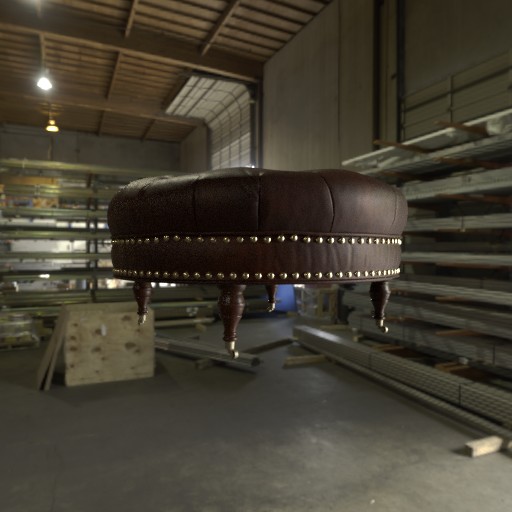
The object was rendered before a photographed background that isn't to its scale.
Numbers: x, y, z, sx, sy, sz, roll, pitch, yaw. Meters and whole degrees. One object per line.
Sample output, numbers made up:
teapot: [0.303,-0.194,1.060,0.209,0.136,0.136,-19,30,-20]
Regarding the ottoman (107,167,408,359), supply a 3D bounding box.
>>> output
ottoman: [0.000,0.000,1.374,0.901,0.455,0.901,0,1,0]
